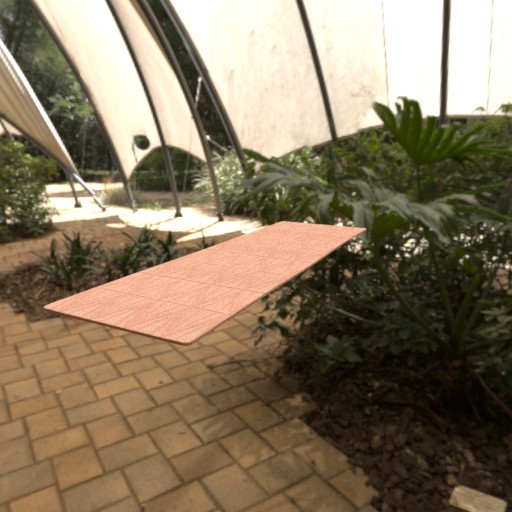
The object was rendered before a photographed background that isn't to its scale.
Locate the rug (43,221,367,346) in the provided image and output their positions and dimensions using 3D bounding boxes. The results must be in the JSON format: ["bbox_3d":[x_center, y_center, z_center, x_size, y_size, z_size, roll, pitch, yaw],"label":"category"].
[{"bbox_3d":[0.000,0.000,2.721,0.760,0.015,2.435,7,16,27],"label":"rug"}]
